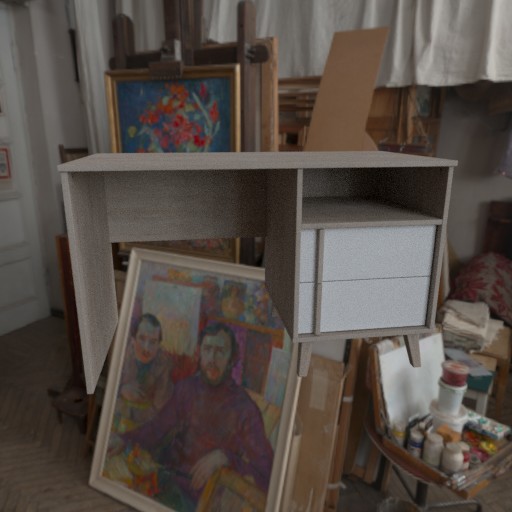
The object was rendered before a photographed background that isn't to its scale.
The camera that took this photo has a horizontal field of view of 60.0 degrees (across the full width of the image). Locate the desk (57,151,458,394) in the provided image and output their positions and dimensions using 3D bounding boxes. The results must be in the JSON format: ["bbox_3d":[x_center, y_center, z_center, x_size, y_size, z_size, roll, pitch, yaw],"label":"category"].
[{"bbox_3d":[0.000,0.000,1.757,1.251,0.770,0.600,-2,16,-8],"label":"desk"}]
